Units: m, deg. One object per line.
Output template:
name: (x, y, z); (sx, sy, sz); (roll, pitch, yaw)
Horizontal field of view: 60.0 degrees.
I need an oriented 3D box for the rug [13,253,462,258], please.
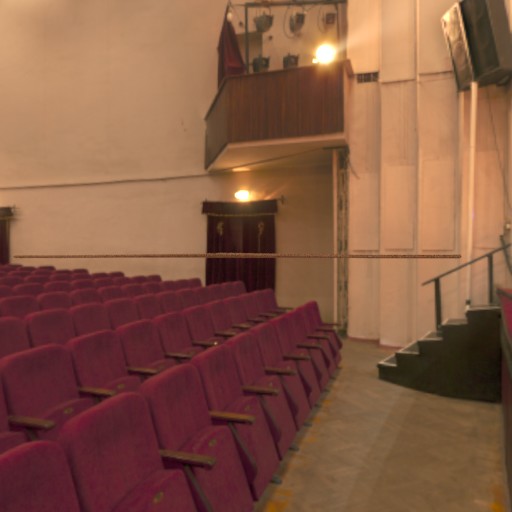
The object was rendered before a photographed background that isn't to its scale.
rug: (0.000, 0.000, 4.849); (3.778, 0.053, 2.873); (0, 0, 18)
